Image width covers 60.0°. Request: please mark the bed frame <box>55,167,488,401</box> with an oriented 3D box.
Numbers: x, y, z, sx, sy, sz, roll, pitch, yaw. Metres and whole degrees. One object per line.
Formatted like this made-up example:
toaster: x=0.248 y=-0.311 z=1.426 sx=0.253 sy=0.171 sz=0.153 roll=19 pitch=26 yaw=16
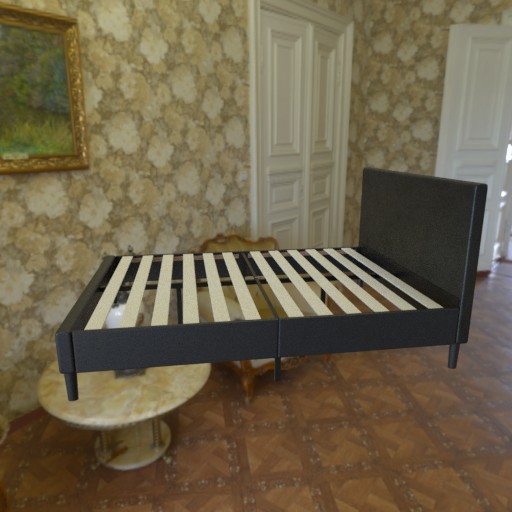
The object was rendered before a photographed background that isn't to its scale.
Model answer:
bed frame: x=0.000 y=0.000 z=2.910 sx=2.152 sy=1.046 sz=1.469 roll=-2 pitch=15 yaw=-9
